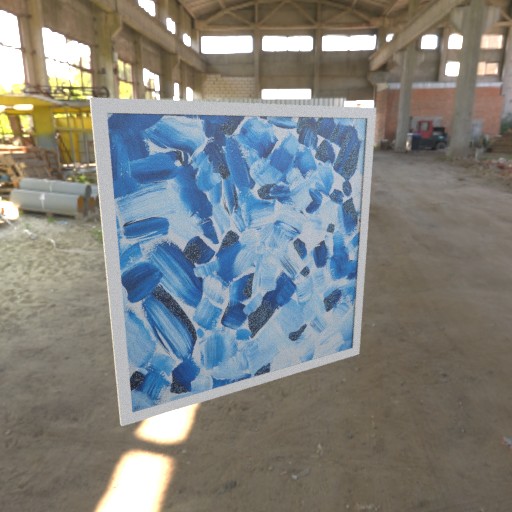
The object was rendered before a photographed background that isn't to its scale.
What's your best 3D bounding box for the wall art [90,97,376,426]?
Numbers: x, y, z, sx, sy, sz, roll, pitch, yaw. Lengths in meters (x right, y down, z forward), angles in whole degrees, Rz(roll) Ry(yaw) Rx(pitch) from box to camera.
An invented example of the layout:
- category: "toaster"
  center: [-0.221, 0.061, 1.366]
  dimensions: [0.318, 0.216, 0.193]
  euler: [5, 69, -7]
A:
- category: "wall art"
  center: [0.000, 0.000, 1.247]
  dimensions: [0.812, 0.812, 0.015]
  euler: [-8, 18, -28]
